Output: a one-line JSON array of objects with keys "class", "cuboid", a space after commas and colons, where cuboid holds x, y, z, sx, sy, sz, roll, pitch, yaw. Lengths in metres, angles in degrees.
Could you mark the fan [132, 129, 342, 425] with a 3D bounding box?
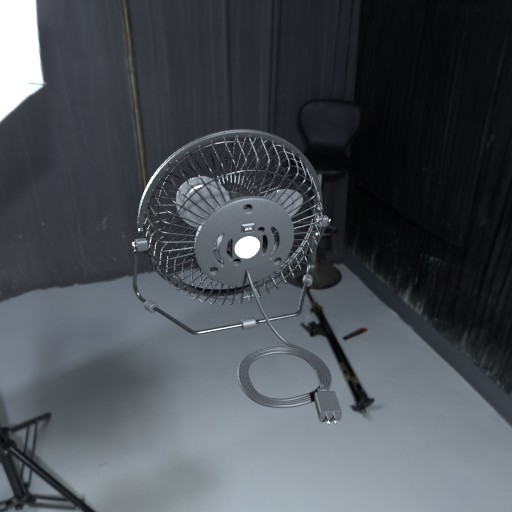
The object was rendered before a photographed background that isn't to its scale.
[{"class": "fan", "cuboid": [0.000, 0.000, 0.377, 0.209, 0.188, 0.227, -8, 29, -15]}]
